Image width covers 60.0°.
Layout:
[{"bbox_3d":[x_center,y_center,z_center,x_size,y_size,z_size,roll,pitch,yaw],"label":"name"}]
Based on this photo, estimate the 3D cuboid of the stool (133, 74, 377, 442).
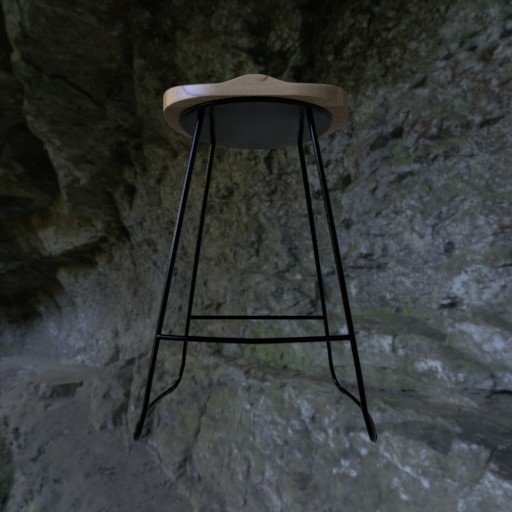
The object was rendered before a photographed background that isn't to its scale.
[{"bbox_3d":[0.000,0.000,0.967,0.480,0.679,0.401,0,-2,1],"label":"stool"}]
